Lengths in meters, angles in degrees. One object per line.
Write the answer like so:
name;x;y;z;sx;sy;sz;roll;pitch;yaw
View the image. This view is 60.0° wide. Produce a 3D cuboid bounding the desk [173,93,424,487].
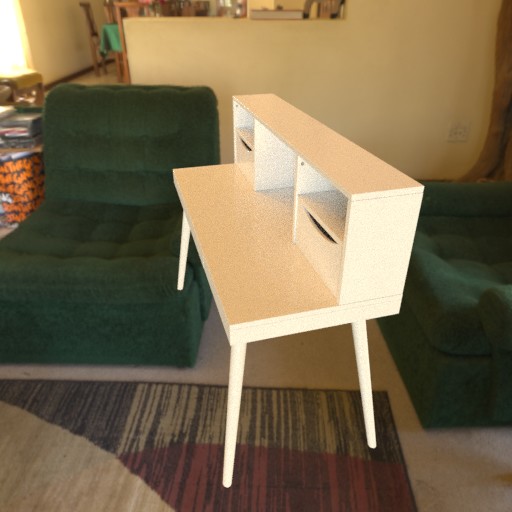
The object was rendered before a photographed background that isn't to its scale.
desk;0.000;0.000;1.755;0.559;0.990;1.199;-8;32;-14
